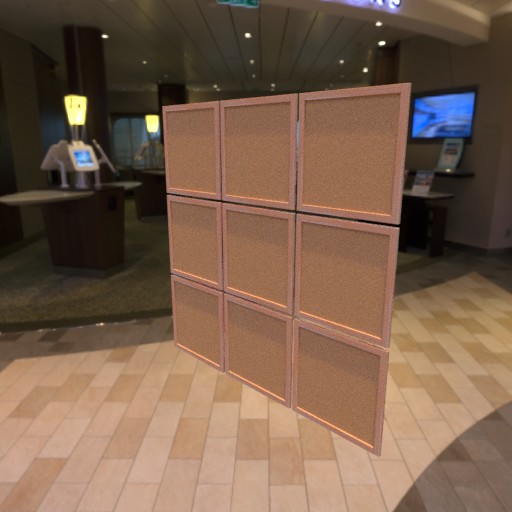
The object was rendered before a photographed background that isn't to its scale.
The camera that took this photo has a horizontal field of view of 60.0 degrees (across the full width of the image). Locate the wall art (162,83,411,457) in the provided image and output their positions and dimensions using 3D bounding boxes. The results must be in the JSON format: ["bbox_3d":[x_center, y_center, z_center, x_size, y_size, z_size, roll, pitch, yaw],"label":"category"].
[{"bbox_3d":[0.000,0.000,1.806,1.216,1.220,0.013,14,20,43],"label":"wall art"}]
